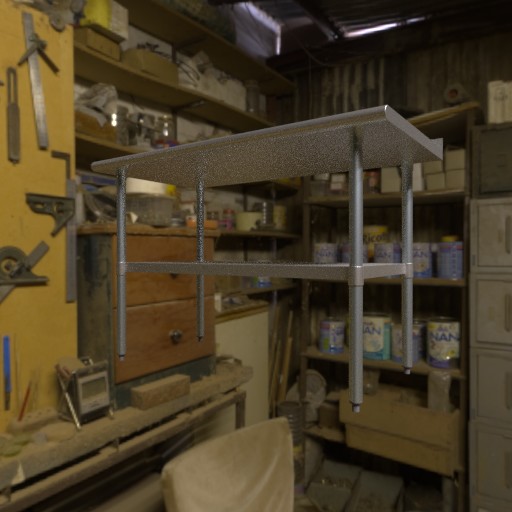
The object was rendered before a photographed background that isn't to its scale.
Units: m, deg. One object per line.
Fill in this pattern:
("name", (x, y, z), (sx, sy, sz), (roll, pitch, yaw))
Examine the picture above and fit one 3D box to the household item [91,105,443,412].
("household item", (0.000, 0.000, 1.706), (1.219, 0.851, 0.610), (0, 0, 35))
